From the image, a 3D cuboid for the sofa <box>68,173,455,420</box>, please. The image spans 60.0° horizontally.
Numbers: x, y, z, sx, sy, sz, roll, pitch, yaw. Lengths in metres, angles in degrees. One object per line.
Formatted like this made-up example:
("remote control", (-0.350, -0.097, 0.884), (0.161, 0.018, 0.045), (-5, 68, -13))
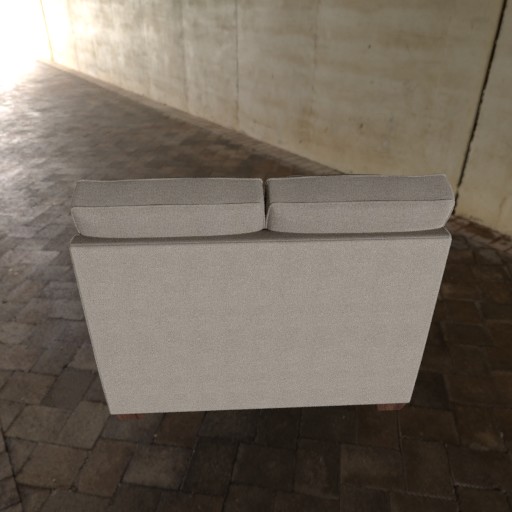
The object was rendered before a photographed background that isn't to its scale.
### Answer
("sofa", (0.000, 0.000, 1.978), (1.232, 1.006, 0.978), (-1, 30, -2))
